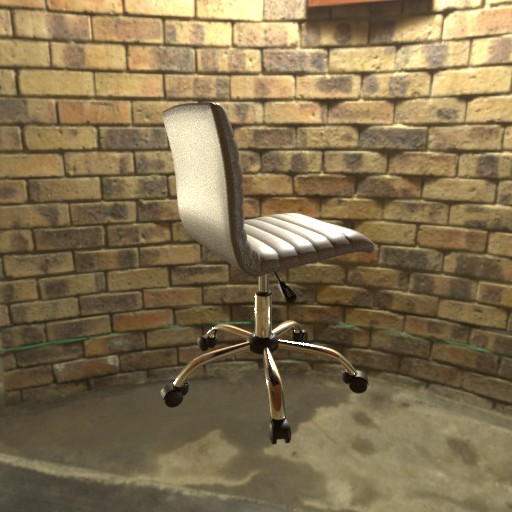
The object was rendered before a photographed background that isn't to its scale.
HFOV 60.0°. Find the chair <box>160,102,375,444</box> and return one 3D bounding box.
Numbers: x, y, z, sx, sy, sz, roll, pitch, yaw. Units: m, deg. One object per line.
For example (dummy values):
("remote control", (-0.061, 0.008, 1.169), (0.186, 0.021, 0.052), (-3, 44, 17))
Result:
("chair", (0.000, 0.000, 1.172), (0.542, 0.750, 0.569), (-7, 17, -24))
